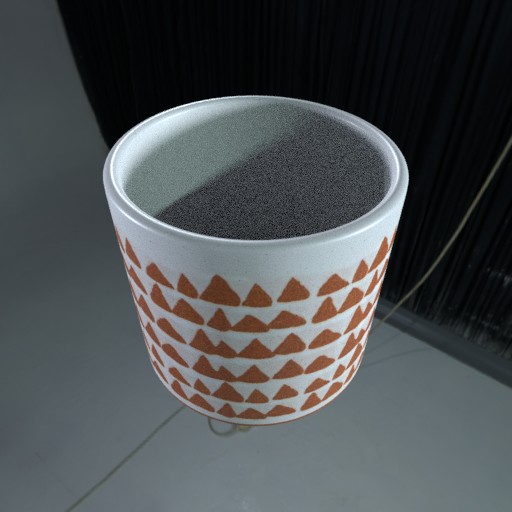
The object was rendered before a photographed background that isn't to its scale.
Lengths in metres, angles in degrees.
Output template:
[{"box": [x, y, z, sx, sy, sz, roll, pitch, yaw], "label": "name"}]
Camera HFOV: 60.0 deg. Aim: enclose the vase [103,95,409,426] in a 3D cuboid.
[{"box": [0.000, 0.000, 0.245, 0.137, 0.127, 0.137, 0, 41, 0], "label": "vase"}]
